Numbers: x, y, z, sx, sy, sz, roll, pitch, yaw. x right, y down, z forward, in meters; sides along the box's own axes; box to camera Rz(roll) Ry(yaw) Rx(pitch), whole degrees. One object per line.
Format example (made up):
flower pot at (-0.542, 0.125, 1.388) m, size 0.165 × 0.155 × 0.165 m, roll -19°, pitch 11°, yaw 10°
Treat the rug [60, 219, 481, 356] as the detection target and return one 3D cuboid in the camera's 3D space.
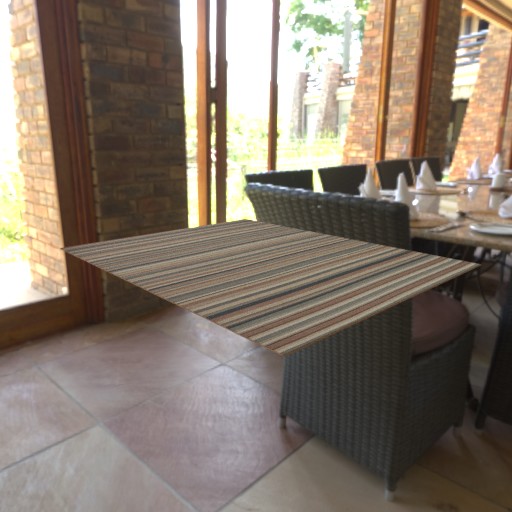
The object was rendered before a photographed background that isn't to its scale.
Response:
rug at (0.000, 0.000, 4.063) m, size 2.436 × 0.011 × 3.045 m, roll -13°, pitch 20°, yaw -41°
